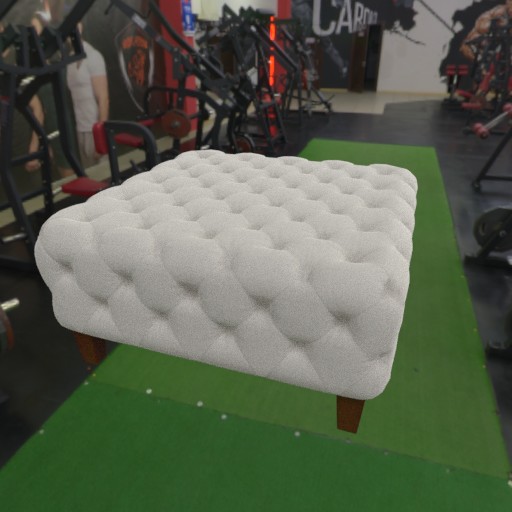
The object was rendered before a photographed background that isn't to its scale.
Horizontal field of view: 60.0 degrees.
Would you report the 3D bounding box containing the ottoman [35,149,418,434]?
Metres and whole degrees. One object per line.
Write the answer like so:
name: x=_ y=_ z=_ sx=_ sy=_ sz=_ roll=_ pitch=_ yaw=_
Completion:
ottoman: x=0.000 y=0.000 z=1.170 sx=0.755 sy=0.376 sz=0.753 roll=9 pitch=28 yaw=17
